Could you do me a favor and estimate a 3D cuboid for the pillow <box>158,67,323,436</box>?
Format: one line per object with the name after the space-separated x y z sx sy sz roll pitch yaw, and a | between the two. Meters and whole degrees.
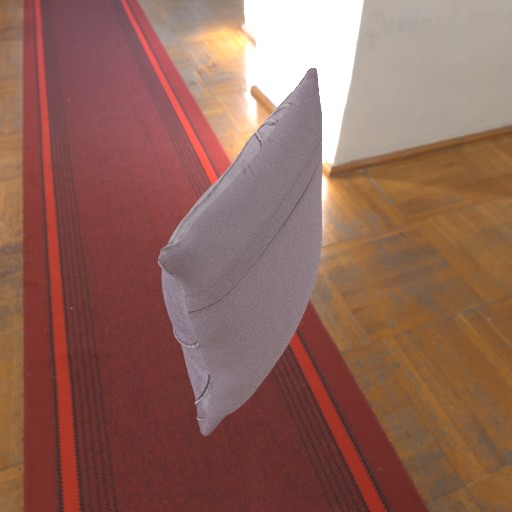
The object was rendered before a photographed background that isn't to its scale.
0.000 0.000 0.703 0.185 0.440 0.439 19 50 17 | pillow
